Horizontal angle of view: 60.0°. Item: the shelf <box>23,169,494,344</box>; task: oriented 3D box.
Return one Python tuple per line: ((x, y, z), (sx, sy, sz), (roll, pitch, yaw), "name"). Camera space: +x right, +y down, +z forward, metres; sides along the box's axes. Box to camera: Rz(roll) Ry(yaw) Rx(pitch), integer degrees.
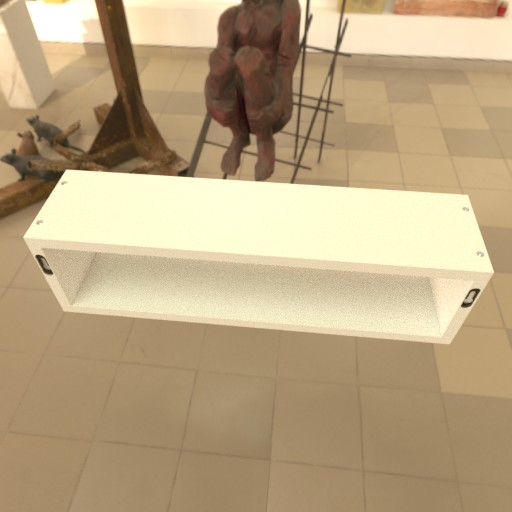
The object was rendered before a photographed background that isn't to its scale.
((0.000, 0.000, 0.684), (0.610, 0.170, 0.150), (4, 48, 4), "shelf")
